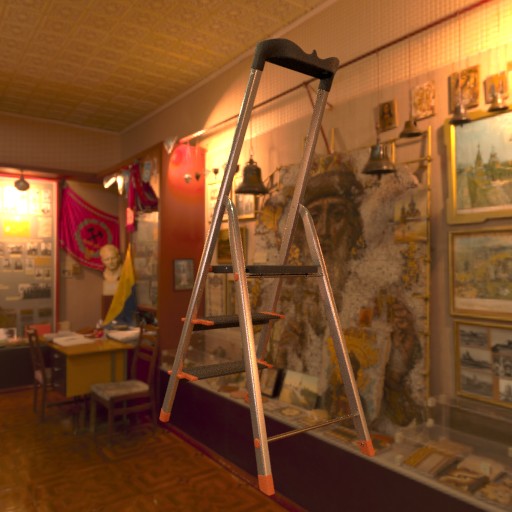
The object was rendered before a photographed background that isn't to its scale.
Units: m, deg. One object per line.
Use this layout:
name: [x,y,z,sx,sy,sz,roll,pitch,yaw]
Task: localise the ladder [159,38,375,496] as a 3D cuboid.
ladder: [0.000,0.000,1.528,0.416,1.229,0.686,1,-1,-36]
